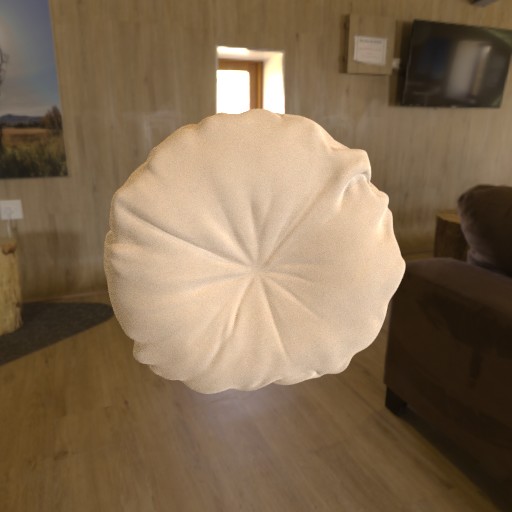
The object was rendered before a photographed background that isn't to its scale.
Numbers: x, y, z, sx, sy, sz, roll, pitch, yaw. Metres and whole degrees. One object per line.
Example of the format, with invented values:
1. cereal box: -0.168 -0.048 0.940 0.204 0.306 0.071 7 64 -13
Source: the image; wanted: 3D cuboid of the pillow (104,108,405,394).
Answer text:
1. pillow: 0.000 0.000 0.646 0.428 0.407 0.148 -2 16 -6
